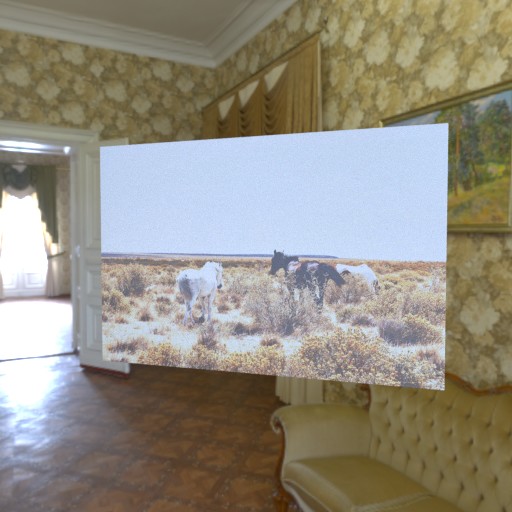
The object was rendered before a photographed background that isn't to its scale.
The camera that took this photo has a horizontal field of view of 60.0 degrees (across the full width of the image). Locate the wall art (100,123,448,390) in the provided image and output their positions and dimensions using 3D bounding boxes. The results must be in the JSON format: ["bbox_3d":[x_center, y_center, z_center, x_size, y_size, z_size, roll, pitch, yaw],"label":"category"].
[{"bbox_3d":[0.000,0.000,1.919,1.520,1.016,0.051,1,2,16],"label":"wall art"}]
